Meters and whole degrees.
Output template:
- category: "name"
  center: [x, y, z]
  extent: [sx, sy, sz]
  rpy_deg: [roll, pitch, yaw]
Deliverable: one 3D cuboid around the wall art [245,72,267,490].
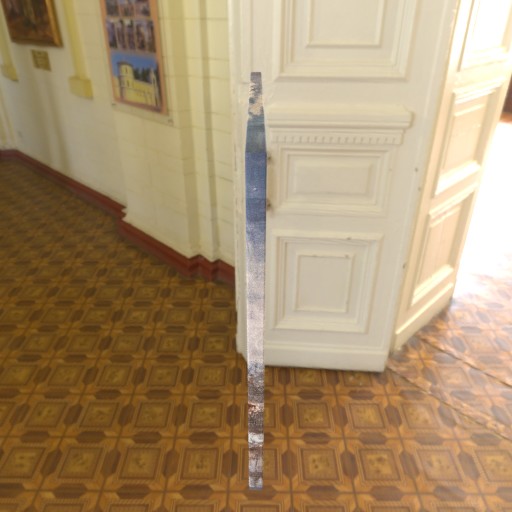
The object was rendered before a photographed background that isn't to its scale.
- category: "wall art"
  center: [0.000, 0.000, 1.492]
  extent: [0.040, 1.020, 1.010]
  rpy_deg: [0, 30, 0]
